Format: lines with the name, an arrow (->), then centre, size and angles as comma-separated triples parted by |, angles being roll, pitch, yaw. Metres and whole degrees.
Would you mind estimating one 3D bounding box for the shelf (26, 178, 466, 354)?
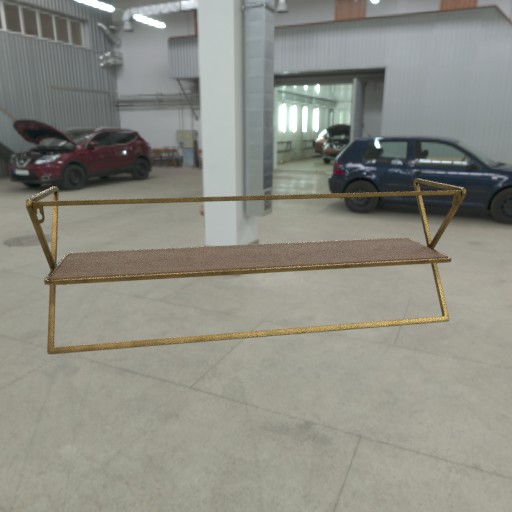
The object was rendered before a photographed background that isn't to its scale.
shelf -> 0.000, 0.000, 0.741 | 0.645, 0.229, 0.150 | -3, 16, -10
